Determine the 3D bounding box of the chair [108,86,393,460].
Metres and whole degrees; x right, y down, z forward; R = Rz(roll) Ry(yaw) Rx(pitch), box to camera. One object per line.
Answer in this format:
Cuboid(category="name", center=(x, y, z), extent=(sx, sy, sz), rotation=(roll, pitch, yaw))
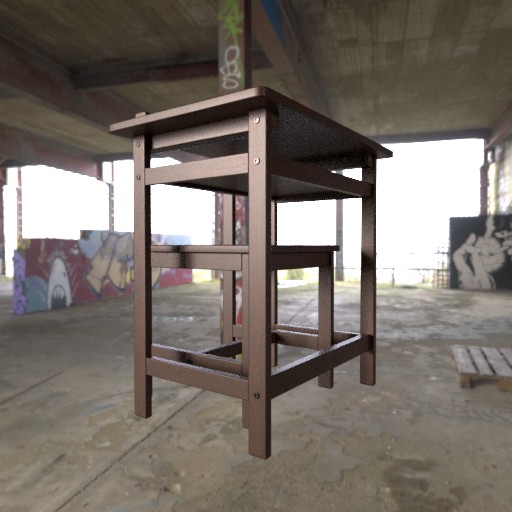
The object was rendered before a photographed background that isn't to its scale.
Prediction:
Cuboid(category="chair", center=(0.000, 0.000, 1.056), extent=(0.463, 0.673, 0.599), rotation=(1, 2, 36))
